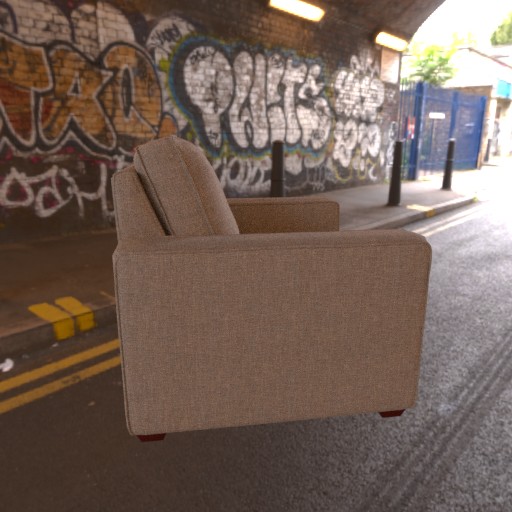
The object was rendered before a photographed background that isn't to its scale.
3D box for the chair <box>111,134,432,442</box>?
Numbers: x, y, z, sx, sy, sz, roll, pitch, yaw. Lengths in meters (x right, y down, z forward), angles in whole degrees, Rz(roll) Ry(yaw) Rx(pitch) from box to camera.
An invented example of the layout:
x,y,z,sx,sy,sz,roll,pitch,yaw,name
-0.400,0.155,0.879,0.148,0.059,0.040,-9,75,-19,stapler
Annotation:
x,y,z,sx,sy,sz,roll,pitch,yaw,name
0.000,0.000,1.734,0.940,0.914,1.016,-2,15,-9,chair
